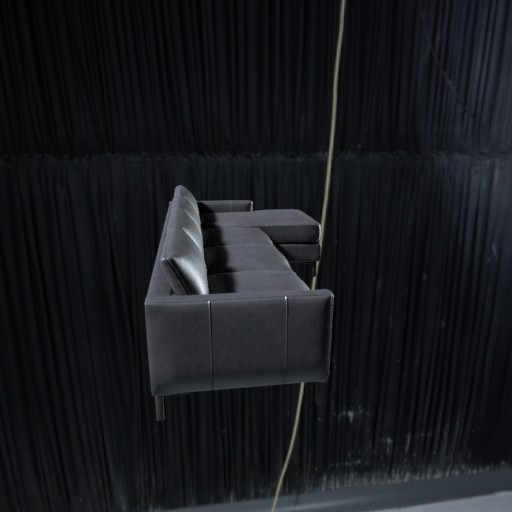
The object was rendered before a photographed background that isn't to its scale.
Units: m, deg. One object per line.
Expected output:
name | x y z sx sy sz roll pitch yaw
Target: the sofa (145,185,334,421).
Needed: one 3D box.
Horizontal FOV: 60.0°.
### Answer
sofa | 0.000 0.000 3.572 1.471 0.859 2.993 -2 16 -8
